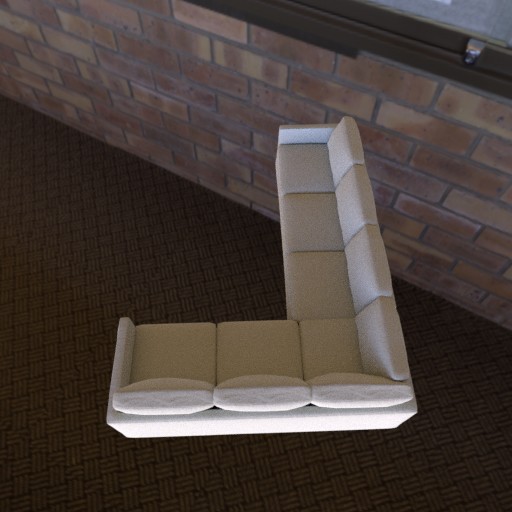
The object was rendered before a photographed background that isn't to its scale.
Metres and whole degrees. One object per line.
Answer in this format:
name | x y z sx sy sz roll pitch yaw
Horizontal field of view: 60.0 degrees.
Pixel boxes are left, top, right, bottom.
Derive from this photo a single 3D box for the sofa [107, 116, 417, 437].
sofa | 0.000 0.000 4.550 2.522 0.934 3.333 -2 59 -1
